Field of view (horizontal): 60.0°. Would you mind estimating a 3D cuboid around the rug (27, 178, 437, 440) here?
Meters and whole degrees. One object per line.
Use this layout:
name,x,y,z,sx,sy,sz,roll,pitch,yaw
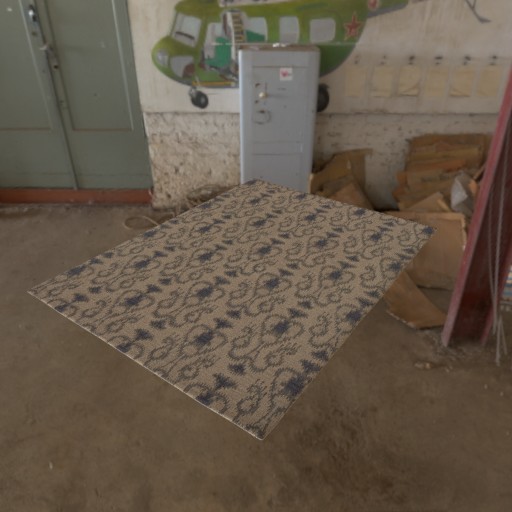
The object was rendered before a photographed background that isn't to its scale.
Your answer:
rug,0.000,0.000,4.202,2.437,0.015,3.205,21,37,30
